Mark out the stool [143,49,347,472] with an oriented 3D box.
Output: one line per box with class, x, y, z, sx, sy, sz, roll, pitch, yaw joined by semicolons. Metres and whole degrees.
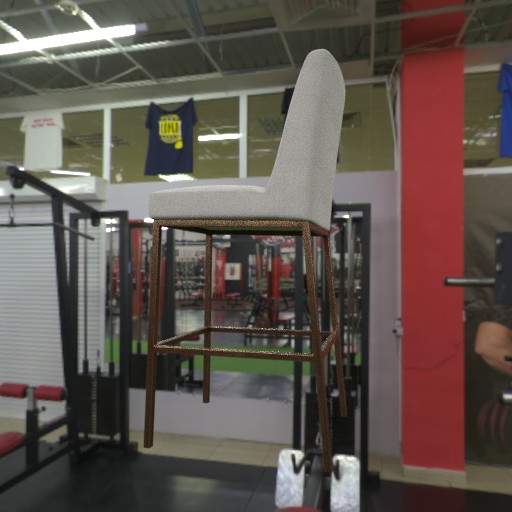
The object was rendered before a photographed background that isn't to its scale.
stool;0.000;0.000;1.394;0.546;1.084;0.462;0;-1;17
